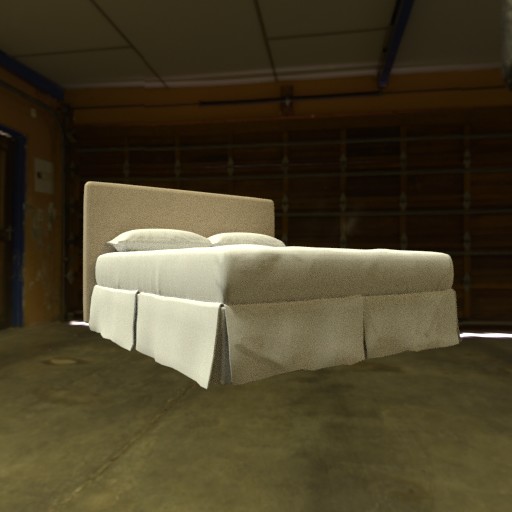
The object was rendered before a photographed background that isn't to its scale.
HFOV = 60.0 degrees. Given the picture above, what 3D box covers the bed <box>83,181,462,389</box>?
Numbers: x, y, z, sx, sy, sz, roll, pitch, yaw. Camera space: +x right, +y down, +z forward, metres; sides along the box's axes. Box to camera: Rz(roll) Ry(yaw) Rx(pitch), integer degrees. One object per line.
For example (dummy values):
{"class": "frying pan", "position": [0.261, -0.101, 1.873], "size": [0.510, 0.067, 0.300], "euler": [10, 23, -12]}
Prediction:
{"class": "bed", "position": [0.000, 0.000, 3.542], "size": [2.119, 1.317, 2.319], "euler": [1, -1, -35]}
